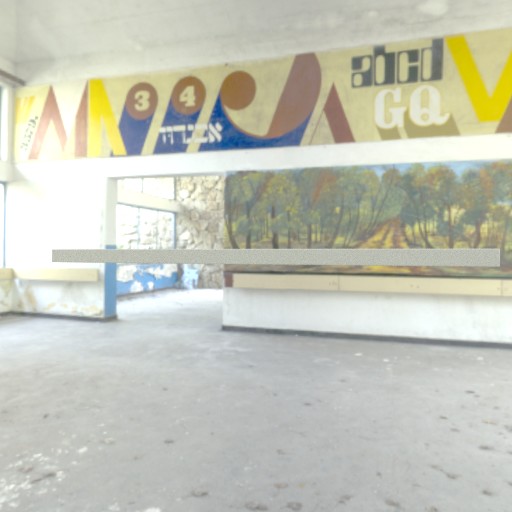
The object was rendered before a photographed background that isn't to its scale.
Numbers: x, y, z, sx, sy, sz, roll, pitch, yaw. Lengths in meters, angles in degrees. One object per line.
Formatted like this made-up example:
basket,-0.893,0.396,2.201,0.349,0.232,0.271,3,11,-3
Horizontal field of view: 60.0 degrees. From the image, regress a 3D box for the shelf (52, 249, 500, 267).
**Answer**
shelf,0.000,0.000,0.649,0.610,0.020,0.140,0,1,18
